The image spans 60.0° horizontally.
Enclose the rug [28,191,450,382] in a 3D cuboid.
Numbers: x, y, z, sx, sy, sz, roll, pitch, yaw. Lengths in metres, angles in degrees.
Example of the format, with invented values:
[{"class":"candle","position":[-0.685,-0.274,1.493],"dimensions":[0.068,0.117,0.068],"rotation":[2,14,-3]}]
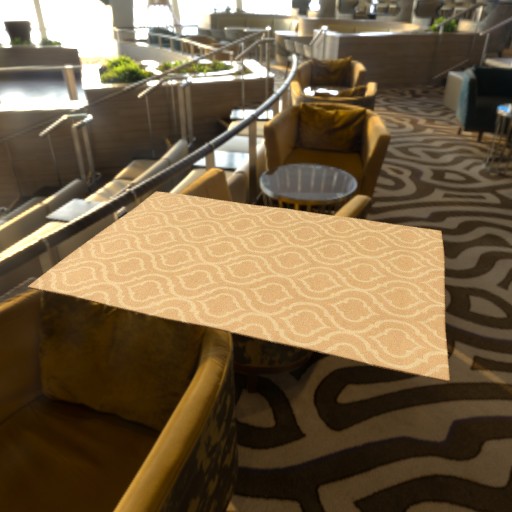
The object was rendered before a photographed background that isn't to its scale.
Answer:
[{"class":"rug","position":[0.000,0.000,2.180],"dimensions":[1.761,0.013,1.152],"rotation":[10,32,16]}]
